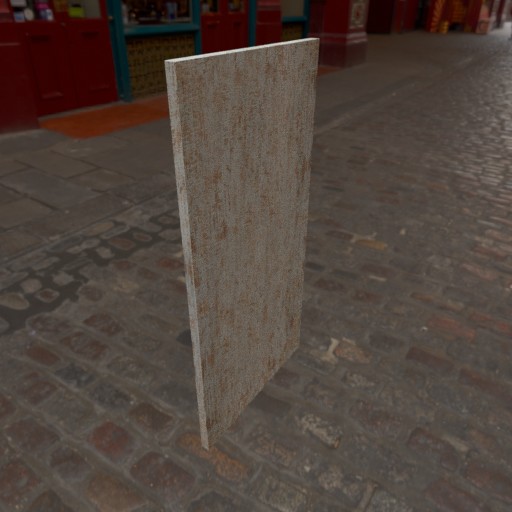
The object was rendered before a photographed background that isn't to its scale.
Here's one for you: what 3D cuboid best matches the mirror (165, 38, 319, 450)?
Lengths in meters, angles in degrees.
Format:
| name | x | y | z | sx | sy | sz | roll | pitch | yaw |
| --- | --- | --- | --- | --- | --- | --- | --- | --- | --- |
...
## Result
| name | x | y | z | sx | sy | sz | roll | pitch | yaw |
| --- | --- | --- | --- | --- | --- | --- | --- | --- | --- |
| mirror | 0.000 | 0.000 | 1.078 | 0.027 | 0.922 | 0.472 | 19 | 36 | 29 |
